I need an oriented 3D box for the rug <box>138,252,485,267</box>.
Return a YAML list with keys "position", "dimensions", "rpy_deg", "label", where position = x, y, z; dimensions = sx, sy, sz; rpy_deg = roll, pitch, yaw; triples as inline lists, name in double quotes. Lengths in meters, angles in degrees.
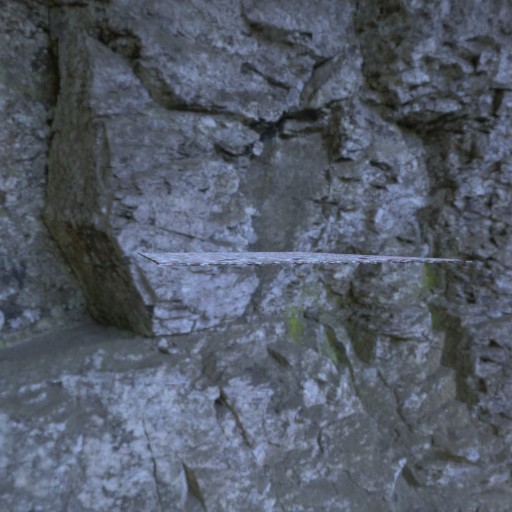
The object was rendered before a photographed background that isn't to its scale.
- position: [0.000, 0.000, 3.013]
  dimensions: [1.524, 0.011, 2.438]
  rpy_deg: [0, 2, -17]
  label: "rug"
